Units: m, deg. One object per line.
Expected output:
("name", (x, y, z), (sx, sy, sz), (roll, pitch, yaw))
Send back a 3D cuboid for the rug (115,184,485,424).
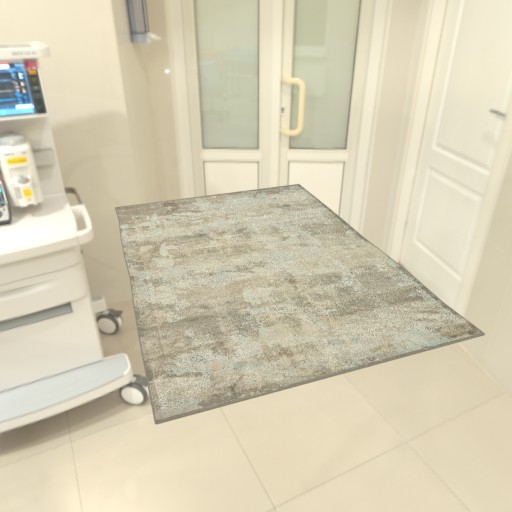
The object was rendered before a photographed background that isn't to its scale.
("rug", (0.000, 0.000, 4.236), (2.393, 0.013, 3.307), (-10, 31, -17))
